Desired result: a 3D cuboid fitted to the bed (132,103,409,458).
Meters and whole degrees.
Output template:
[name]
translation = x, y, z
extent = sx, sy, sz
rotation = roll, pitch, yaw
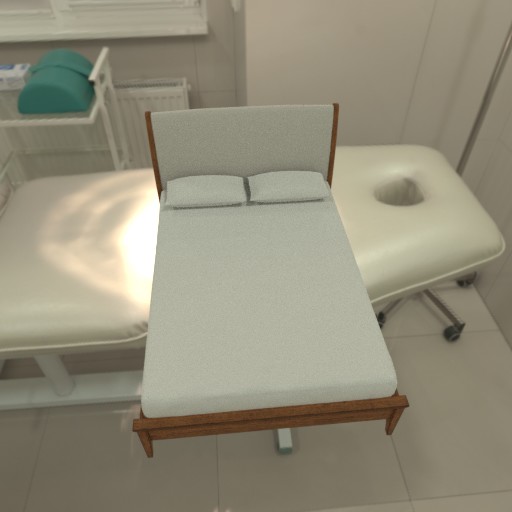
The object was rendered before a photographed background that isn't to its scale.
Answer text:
[bed]
translation = 0.000, 0.000, 2.996
extent = 1.502, 1.135, 2.108
rotation = -4, 45, -4
